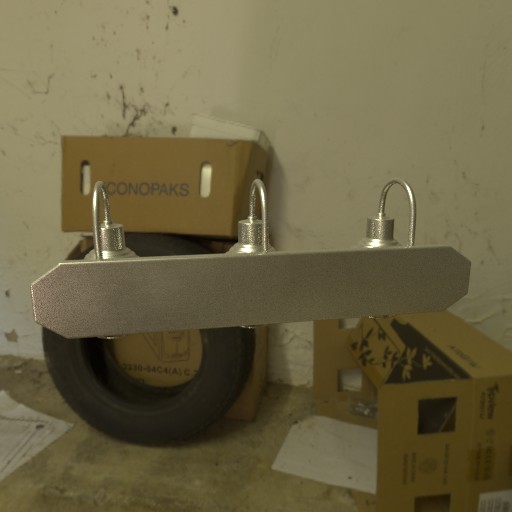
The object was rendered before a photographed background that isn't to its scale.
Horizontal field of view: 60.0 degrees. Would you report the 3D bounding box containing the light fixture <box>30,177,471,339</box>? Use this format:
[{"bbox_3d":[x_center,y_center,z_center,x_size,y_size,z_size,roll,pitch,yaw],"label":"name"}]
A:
[{"bbox_3d":[0.000,0.000,0.735,0.634,0.254,0.229,-3,14,-10],"label":"light fixture"}]
